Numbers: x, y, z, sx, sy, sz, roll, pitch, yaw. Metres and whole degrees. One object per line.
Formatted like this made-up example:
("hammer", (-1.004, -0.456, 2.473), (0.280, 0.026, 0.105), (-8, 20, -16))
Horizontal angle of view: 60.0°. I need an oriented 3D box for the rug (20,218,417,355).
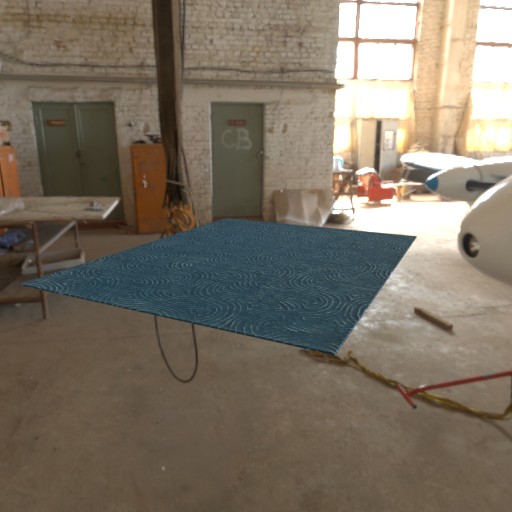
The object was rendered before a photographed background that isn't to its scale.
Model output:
("rug", (0.000, 0.000, 4.092), (2.432, 0.012, 3.033), (8, 17, 26))
